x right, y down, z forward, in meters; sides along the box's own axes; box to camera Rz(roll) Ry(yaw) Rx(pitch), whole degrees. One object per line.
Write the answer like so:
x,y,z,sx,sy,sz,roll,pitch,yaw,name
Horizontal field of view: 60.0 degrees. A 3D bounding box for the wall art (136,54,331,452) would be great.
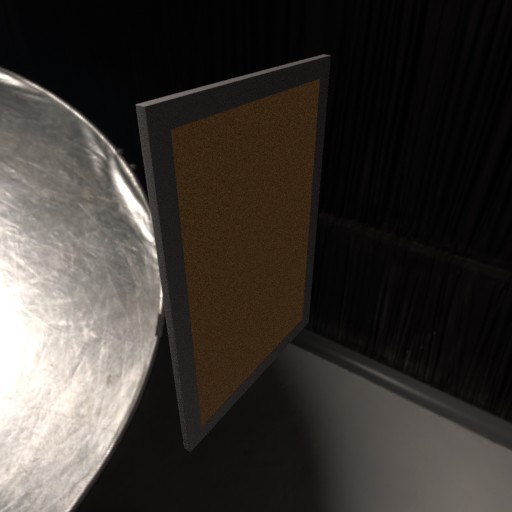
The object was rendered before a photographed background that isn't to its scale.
0.000,0.000,0.692,0.013,0.534,0.380,21,38,29,wall art
